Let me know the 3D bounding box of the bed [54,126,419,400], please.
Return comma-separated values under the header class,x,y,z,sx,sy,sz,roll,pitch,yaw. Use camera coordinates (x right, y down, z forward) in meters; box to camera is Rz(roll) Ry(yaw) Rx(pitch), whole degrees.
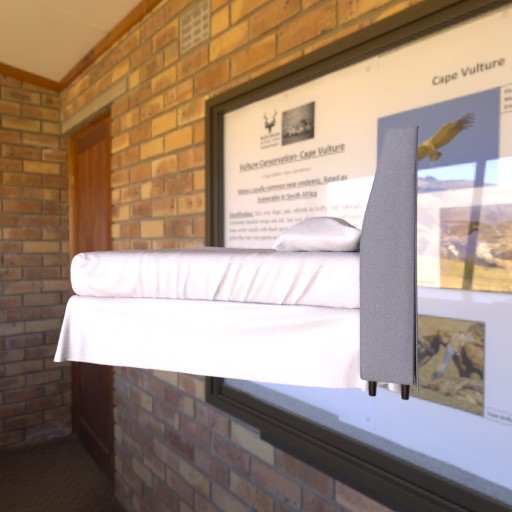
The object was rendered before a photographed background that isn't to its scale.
class,x,y,z,sx,sy,sz,roll,pitch,yaw
bed,0.000,0.000,3.337,2.276,1.332,1.925,1,2,19
